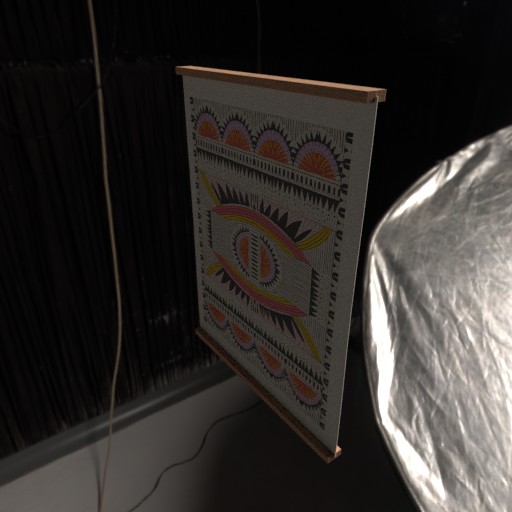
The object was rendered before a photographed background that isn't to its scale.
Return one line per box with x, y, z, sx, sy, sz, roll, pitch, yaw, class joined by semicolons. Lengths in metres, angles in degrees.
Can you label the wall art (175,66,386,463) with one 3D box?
0.000;0.000;0.696;0.028;0.527;0.403;-18;32;-32;wall art
